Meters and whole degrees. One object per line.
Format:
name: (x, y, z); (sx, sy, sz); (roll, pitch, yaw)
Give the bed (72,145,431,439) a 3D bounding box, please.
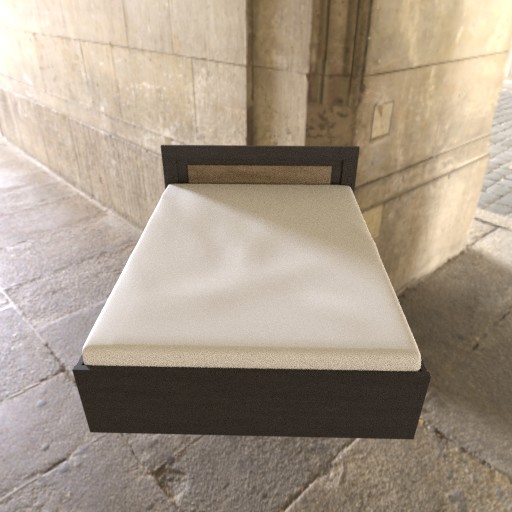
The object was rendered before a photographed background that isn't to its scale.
bed: (0.000, 0.000, 2.853); (1.585, 0.823, 2.073); (1, 31, 1)
